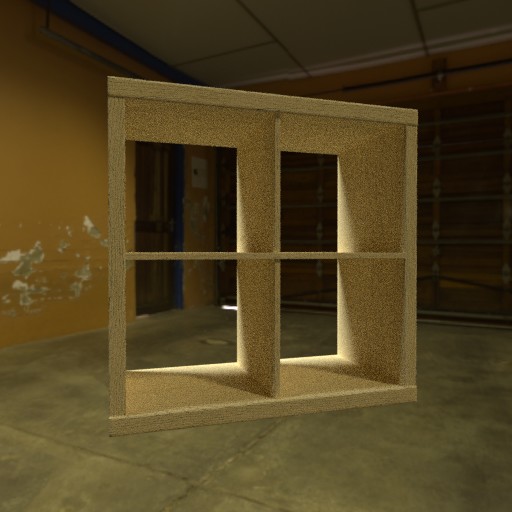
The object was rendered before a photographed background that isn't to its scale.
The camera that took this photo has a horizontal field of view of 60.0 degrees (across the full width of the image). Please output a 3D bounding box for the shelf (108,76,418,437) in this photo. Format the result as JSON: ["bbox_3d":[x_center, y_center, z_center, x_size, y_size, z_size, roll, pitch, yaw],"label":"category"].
[{"bbox_3d":[0.000,0.000,1.266,0.790,0.786,0.390,0,1,-17],"label":"shelf"}]
